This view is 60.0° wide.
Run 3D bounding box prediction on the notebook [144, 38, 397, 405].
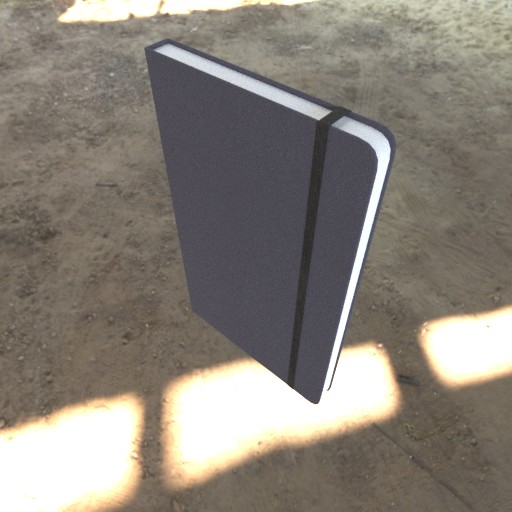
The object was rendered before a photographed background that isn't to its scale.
[{"bbox_3d":[0.000,0.000,0.263,0.127,0.213,0.016,33,55,26],"label":"notebook"}]
